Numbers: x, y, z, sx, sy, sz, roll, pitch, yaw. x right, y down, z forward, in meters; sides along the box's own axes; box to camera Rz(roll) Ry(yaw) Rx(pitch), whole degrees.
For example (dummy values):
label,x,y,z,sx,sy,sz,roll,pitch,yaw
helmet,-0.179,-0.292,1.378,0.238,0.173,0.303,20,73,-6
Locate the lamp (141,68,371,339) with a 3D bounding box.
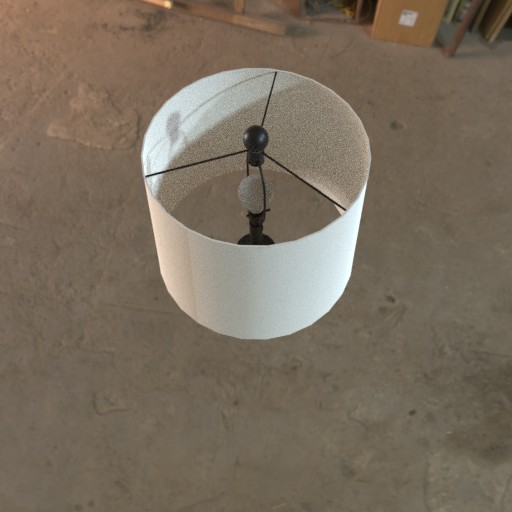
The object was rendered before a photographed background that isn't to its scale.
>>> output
label,x,y,z,sx,sy,sz,roll,pitch,yaw
lamp,0.000,0.000,0.833,0.349,0.667,0.349,0,63,0
